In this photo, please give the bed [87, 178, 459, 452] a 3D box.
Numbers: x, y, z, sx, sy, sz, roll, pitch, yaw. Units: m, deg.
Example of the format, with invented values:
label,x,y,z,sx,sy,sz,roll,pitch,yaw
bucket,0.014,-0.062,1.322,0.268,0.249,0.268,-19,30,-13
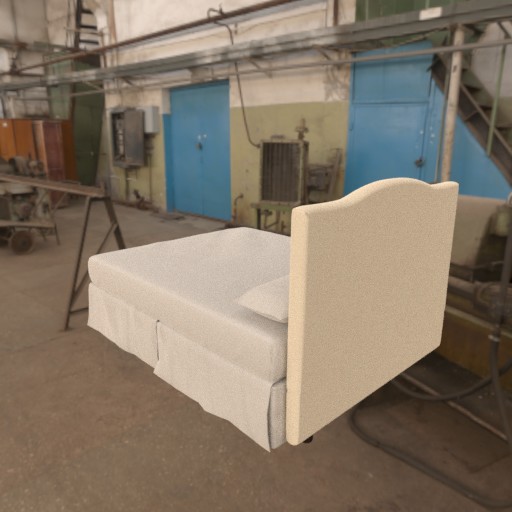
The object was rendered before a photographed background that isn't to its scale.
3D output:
label,x,y,z,sx,sy,sz,roll,pitch,yaw
bed,0.000,0.000,3.653,1.977,1.437,2.477,-14,21,-41
